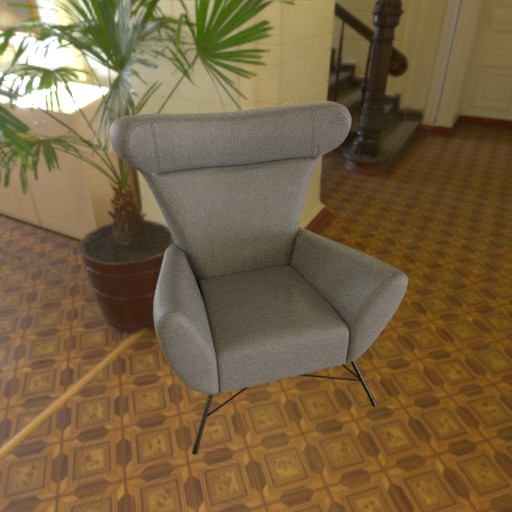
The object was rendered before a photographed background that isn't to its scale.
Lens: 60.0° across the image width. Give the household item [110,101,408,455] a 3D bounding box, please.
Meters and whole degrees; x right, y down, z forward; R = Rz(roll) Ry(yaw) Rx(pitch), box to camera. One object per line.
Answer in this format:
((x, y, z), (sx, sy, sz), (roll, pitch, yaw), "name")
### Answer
((0.000, 0.000, 1.804), (0.980, 1.050, 0.900), (-9, 33, -14), "household item")
